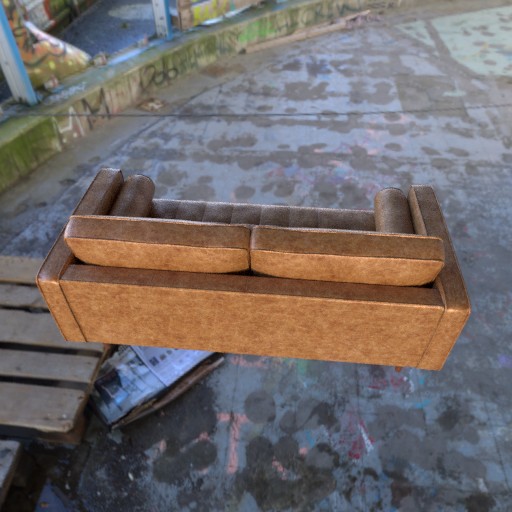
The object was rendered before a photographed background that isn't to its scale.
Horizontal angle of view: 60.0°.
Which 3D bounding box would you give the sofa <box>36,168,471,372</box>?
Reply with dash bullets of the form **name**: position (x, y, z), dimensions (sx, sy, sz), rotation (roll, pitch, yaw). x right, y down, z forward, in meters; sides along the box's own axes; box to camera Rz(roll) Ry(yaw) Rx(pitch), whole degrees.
- **sofa**: position (0.000, 0.000, 2.356), dimensions (1.920, 0.825, 0.924), rotation (4, 45, 4)
